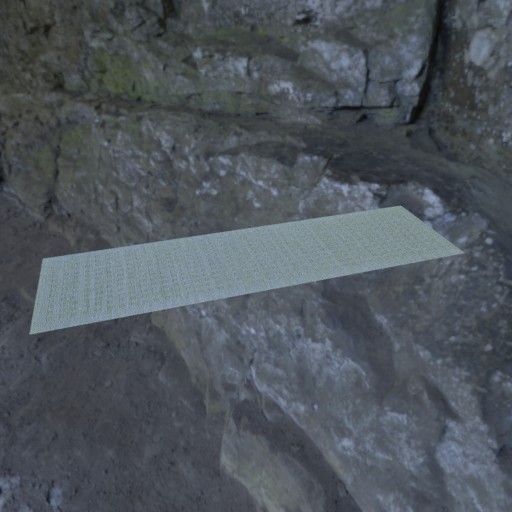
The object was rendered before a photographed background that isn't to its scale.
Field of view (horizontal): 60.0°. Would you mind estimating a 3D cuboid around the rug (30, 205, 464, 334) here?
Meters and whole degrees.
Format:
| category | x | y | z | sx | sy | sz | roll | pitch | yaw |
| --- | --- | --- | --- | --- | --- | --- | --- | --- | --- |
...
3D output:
| category | x | y | z | sx | sy | sz | roll | pitch | yaw |
| --- | --- | --- | --- | --- | --- | --- | --- | --- | --- |
| rug | 0.000 | 0.000 | 2.664 | 2.437 | 0.006 | 0.686 | -9 | 33 | -15 |
